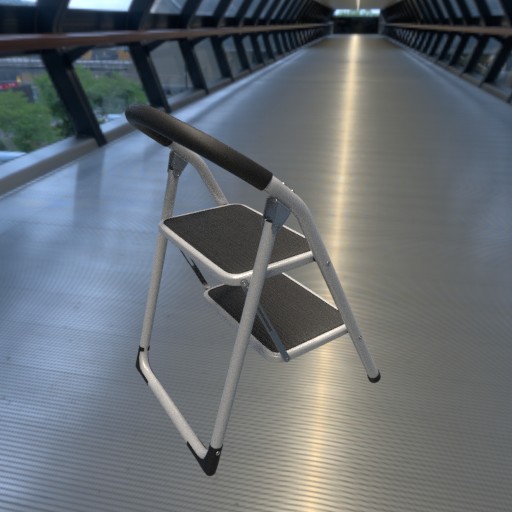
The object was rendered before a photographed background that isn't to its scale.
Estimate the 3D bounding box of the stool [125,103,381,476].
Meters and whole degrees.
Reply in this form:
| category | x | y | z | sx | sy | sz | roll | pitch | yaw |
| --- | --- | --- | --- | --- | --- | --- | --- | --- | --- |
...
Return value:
| category | x | y | z | sx | sy | sz | roll | pitch | yaw |
| --- | --- | --- | --- | --- | --- | --- | --- | --- | --- |
| stool | 0.000 | 0.000 | 1.106 | 0.559 | 0.760 | 0.453 | -17 | 31 | -30 |
